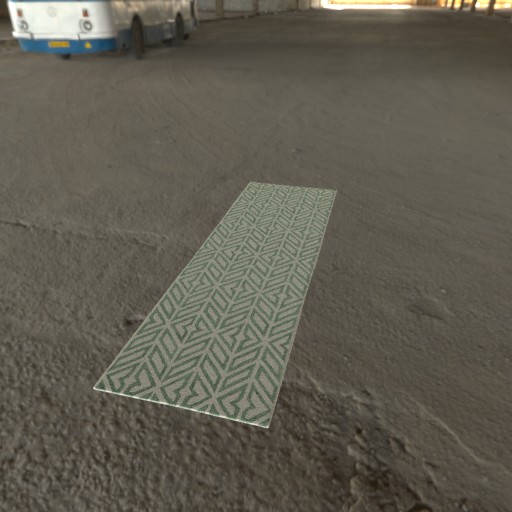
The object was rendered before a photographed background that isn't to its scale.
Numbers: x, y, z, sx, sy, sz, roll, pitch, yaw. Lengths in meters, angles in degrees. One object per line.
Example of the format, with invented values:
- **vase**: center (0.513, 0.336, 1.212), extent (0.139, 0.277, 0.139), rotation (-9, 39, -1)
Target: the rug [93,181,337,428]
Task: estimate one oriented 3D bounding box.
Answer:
- **rug**: center (0.000, 0.000, 2.764), extent (0.750, 0.009, 2.435), rotation (8, 31, 13)
